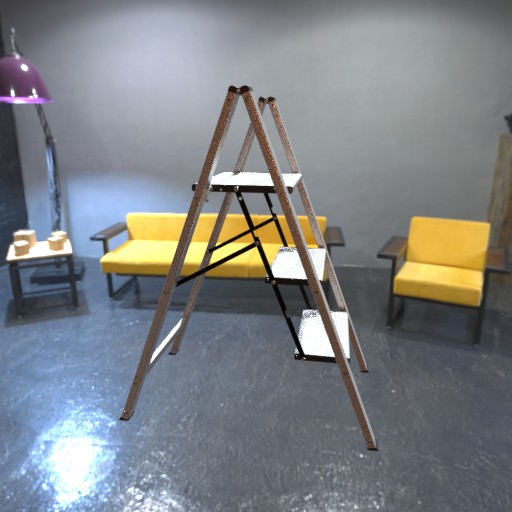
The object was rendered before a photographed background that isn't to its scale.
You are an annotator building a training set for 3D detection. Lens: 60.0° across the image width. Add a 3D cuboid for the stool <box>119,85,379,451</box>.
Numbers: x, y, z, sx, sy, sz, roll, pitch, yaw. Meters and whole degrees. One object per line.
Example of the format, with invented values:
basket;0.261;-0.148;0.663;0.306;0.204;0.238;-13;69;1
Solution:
stool;0.000;0.000;1.300;0.730;0.902;0.441;3;17;10
